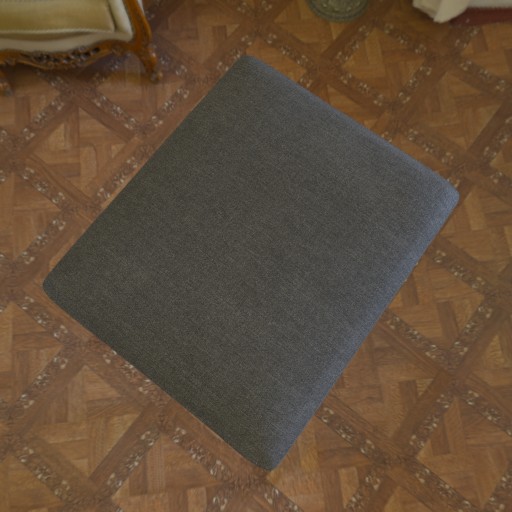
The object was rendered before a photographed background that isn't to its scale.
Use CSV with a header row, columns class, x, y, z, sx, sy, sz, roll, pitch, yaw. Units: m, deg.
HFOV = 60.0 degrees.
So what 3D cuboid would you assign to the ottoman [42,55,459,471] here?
class,x,y,z,sx,sy,sz,roll,pitch,yaw
ottoman,0.000,0.000,1.237,0.693,0.474,0.821,36,79,8
